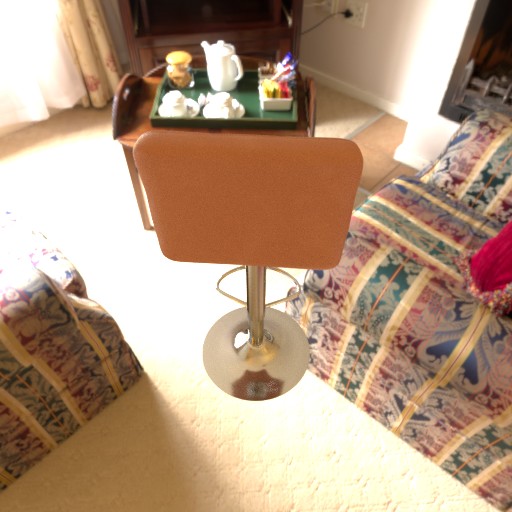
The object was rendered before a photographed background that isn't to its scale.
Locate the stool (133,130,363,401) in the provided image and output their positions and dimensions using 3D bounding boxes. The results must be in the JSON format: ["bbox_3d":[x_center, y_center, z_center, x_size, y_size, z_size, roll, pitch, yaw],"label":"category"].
[{"bbox_3d":[0.000,0.000,1.341,0.430,1.115,0.505,3,48,3],"label":"stool"}]
